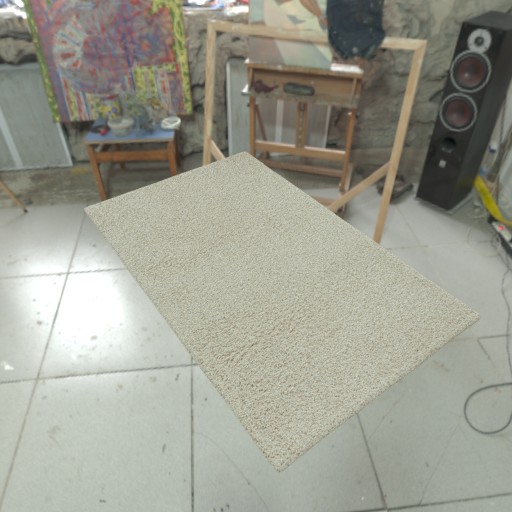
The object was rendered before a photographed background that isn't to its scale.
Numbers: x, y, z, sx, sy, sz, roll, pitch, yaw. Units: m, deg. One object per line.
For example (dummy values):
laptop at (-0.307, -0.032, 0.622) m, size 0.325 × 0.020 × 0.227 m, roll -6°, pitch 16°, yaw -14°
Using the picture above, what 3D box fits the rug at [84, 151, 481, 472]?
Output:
rug at (0.000, 0.000, 3.015) m, size 1.524 × 0.030 × 2.438 m, roll -26°, pitch 48°, yaw -26°
